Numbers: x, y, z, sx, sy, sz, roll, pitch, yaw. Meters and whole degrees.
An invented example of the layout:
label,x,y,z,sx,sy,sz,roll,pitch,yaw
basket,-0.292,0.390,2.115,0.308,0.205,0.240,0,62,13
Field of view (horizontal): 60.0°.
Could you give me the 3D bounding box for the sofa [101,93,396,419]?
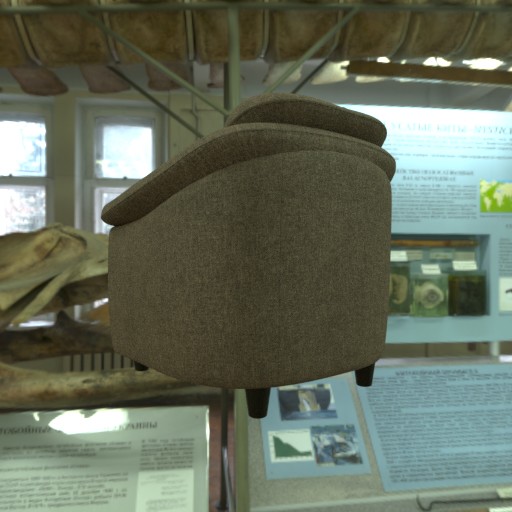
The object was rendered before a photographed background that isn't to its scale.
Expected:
label,x,y,z,sx,sy,sz,roll,pitch,yaw
sofa,0.000,0.000,1.480,0.870,0.811,0.794,0,0,-38
